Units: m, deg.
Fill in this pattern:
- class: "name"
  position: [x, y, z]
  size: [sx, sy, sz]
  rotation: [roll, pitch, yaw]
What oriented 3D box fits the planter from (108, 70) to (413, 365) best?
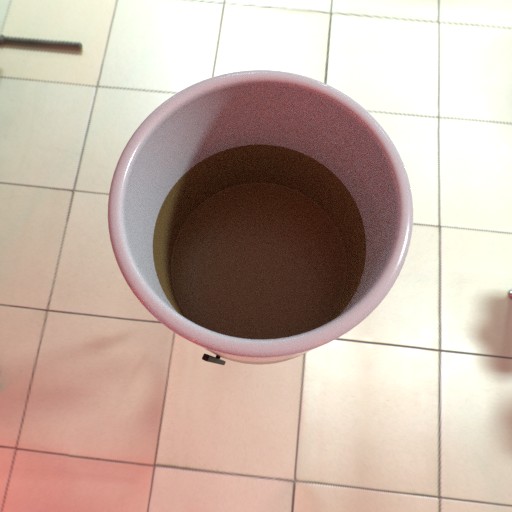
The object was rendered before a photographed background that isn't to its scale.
- class: "planter"
  position: [0.000, 0.000, 0.640]
  size: [0.310, 0.432, 0.310]
  rotation: [38, 78, 9]
